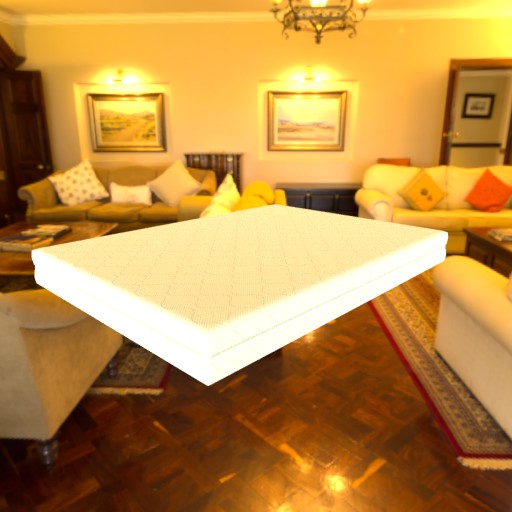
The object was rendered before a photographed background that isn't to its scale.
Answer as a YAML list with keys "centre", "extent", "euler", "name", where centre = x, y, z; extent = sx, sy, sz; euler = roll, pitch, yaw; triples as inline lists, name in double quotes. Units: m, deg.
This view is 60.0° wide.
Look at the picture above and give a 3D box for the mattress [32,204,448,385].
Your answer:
- centre: [0.000, 0.000, 2.501]
  extent: [1.400, 0.200, 1.900]
  euler: [15, 22, 42]
  name: "mattress"
